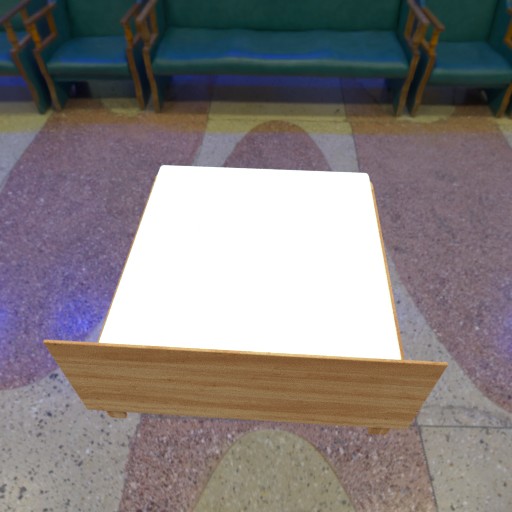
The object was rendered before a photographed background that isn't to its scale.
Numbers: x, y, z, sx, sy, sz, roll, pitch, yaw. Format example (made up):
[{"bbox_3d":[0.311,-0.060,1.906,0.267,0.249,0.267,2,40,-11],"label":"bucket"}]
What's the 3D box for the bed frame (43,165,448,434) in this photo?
[{"bbox_3d":[0.000,0.000,3.091,1.872,0.940,2.092,3,47,2],"label":"bed frame"}]
